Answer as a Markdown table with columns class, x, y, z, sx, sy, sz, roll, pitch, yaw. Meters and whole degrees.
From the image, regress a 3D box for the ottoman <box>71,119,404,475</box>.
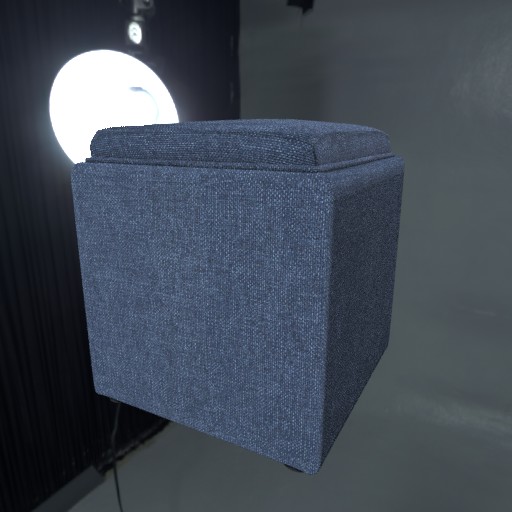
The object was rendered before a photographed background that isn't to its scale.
| class | x | y | z | sx | sy | sz | roll | pitch | yaw |
| --- | --- | --- | --- | --- | --- | --- | --- | --- | --- |
| ottoman | 0.000 | 0.000 | 0.838 | 0.436 | 0.493 | 0.454 | 8 | 18 | 27 |
